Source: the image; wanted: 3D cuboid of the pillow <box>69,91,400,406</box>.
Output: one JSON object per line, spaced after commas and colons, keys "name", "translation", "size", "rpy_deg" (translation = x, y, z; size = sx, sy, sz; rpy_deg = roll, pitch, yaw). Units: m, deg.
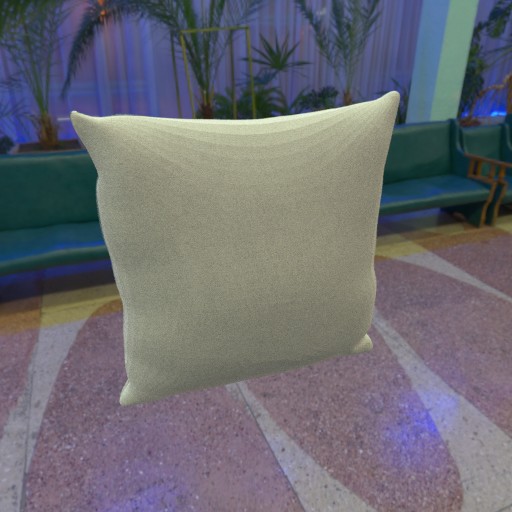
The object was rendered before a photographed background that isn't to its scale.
{"name": "pillow", "translation": [0.000, 0.000, 0.647], "size": [0.440, 0.441, 0.182], "rpy_deg": [-9, 28, -17]}
